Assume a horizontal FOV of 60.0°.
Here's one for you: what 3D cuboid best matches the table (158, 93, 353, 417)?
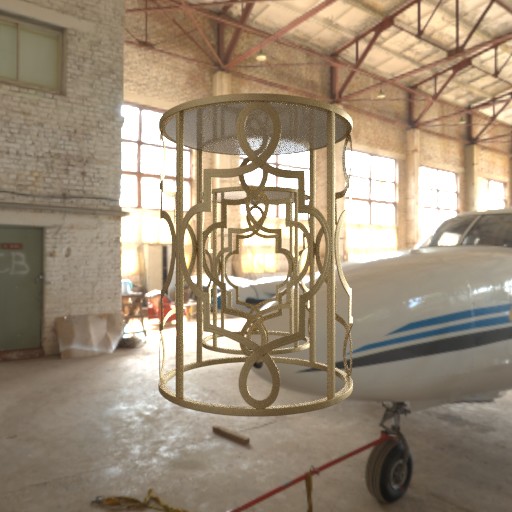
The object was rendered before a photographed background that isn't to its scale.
[{"bbox_3d":[0.000,0.000,1.196,0.420,0.564,0.846,0,0,0],"label":"table"}]
